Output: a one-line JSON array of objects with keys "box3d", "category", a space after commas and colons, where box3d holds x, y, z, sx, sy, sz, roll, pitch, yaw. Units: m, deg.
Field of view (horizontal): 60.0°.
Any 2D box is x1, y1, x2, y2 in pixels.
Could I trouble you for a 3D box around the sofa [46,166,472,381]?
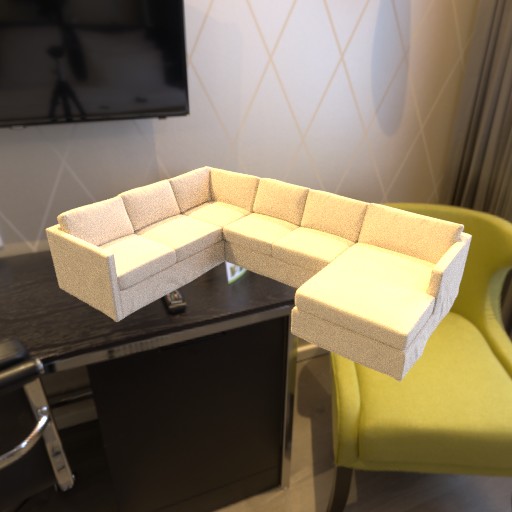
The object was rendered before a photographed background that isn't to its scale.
[{"box3d": [0.000, 0.000, 4.444, 3.460, 0.882, 2.427, 19, 33, 33], "category": "sofa"}]
